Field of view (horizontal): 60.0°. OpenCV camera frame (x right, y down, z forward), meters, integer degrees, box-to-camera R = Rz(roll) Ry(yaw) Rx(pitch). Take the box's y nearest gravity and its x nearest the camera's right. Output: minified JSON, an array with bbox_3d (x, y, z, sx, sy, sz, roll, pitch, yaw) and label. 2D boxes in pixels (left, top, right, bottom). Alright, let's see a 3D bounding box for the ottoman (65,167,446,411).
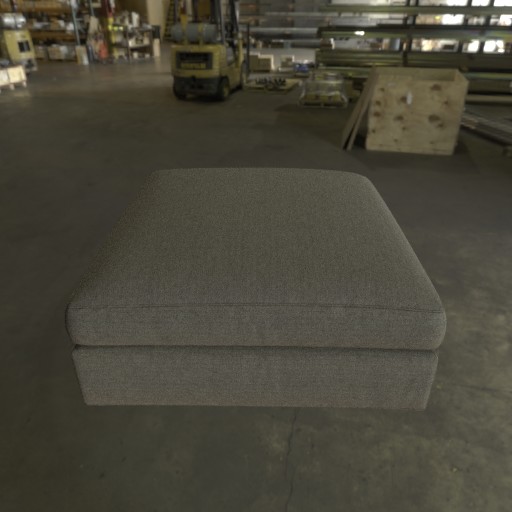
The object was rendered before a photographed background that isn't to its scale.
[{"bbox_3d":[0.000,0.000,1.645,1.041,0.470,1.041,0,30,1],"label":"ottoman"}]
